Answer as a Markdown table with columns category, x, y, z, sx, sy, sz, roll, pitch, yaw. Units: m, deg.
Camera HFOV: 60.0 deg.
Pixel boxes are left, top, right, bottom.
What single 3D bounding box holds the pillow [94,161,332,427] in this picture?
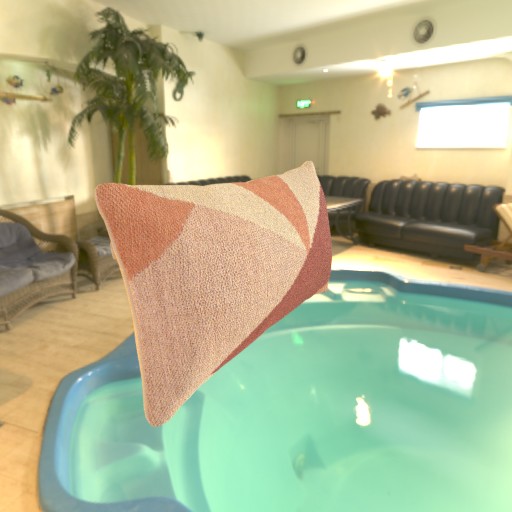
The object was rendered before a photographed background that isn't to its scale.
| category | x | y | z | sx | sy | sz | roll | pitch | yaw |
| --- | --- | --- | --- | --- | --- | --- | --- | --- | --- |
| pillow | 0.000 | 0.000 | 0.737 | 0.155 | 0.292 | 0.609 | 7 | 16 | 27 |
